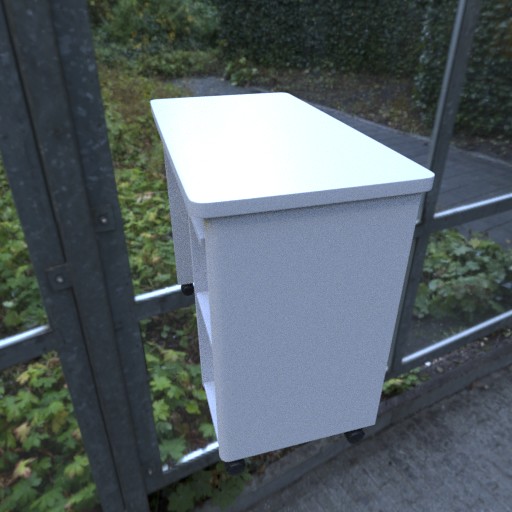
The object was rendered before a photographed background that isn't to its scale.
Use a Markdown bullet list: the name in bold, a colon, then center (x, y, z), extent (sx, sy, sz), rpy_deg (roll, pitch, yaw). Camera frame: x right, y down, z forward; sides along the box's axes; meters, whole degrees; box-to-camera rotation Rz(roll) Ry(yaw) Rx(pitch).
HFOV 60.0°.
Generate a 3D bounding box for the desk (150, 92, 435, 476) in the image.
- **desk**: center (0.000, 0.000, 1.329), extent (0.475, 0.763, 0.877), rpy_deg (-8, 31, -14)
